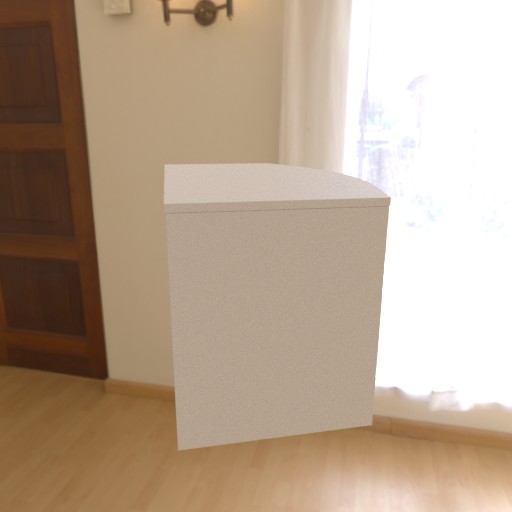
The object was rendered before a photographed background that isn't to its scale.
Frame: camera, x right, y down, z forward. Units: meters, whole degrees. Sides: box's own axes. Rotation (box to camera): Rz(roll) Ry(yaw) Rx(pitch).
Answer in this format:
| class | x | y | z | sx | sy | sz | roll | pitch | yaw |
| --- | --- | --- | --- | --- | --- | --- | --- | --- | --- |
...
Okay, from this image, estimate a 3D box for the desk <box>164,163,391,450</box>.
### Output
| class | x | y | z | sx | sy | sz | roll | pitch | yaw |
| --- | --- | --- | --- | --- | --- | --- | --- | --- | --- |
| desk | 0.000 | 0.000 | 2.074 | 0.802 | 0.750 | 1.600 | -3 | 16 | -11 |
